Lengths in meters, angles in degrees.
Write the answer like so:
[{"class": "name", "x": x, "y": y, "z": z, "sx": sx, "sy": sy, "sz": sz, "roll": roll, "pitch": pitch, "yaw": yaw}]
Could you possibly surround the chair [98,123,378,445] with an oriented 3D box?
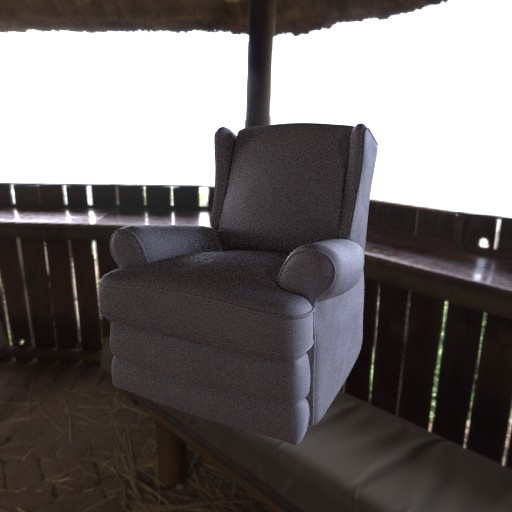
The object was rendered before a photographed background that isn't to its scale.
[{"class": "chair", "x": 0.000, "y": 0.000, "z": 1.693, "sx": 0.847, "sy": 1.011, "sz": 0.969, "roll": 7, "pitch": 15, "yaw": 26}]
